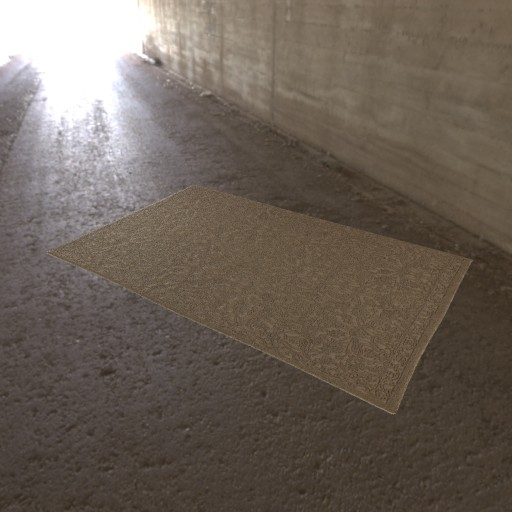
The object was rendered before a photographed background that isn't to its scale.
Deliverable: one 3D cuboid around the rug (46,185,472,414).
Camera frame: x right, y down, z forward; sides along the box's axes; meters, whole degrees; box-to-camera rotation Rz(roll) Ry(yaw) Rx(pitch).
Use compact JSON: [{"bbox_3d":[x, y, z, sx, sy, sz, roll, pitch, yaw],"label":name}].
[{"bbox_3d":[0.000,0.000,2.978,2.435,0.012,1.529,19,35,29],"label":"rug"}]
